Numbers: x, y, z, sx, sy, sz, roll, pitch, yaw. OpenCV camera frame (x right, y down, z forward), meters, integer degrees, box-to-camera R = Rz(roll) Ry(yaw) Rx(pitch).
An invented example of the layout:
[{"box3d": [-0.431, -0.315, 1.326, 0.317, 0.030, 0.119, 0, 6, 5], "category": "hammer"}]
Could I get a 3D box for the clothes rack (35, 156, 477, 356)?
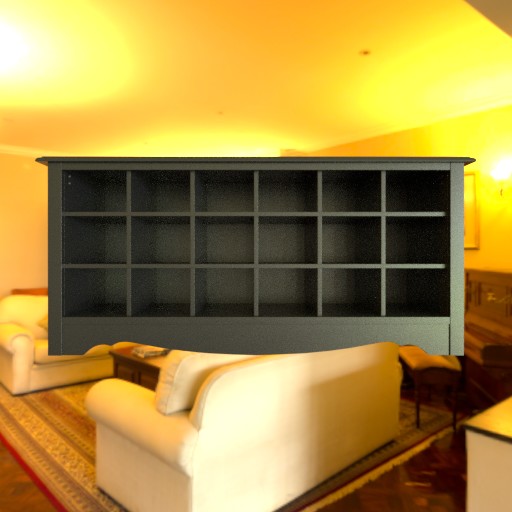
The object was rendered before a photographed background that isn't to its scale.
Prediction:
[{"box3d": [0.000, 0.000, 1.426, 1.219, 0.556, 0.406, 0, 0, 0], "category": "clothes rack"}]
